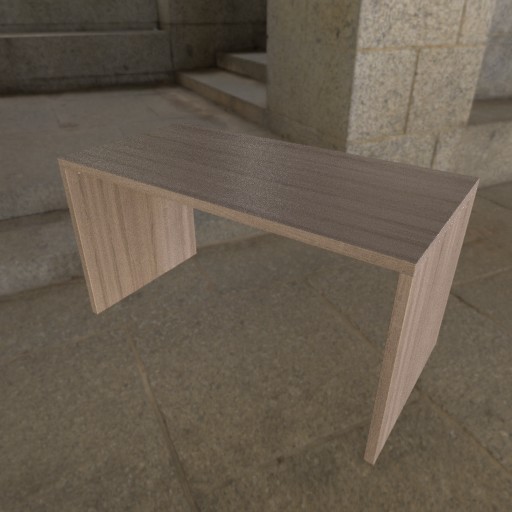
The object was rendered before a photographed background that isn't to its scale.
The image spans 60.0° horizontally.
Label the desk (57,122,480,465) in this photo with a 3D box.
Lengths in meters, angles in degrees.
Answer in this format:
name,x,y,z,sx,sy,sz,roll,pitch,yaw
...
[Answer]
name,x,y,z,sx,sy,sz,roll,pitch,yaw
desk,0.000,0.000,1.794,1.380,0.745,0.690,19,35,30
